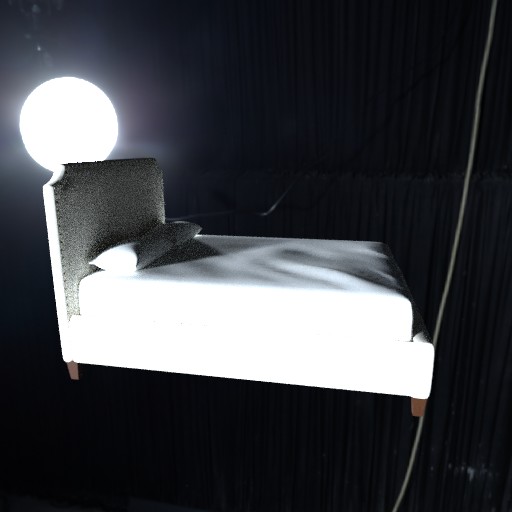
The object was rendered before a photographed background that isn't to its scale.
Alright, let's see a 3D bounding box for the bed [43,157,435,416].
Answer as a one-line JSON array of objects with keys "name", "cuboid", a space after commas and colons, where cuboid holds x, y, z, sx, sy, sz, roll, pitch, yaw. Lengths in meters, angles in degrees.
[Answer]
[{"name": "bed", "cuboid": [0.000, 0.000, 3.414, 2.365, 1.443, 1.712, 3, 14, 11]}]
